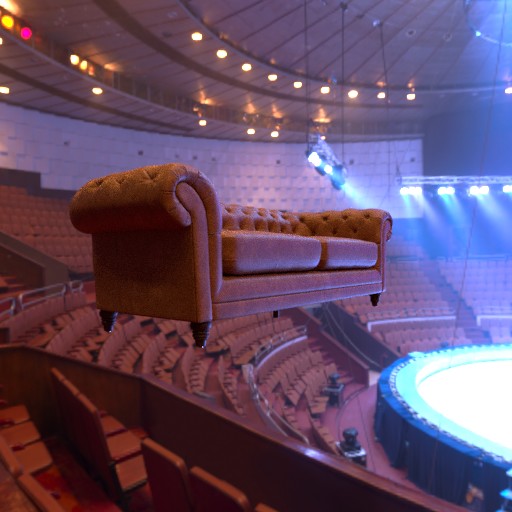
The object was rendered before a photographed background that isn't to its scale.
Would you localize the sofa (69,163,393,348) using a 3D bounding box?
[{"bbox_3d":[0.000,0.000,2.835,0.989,0.760,2.365,0,0,37],"label":"sofa"}]
